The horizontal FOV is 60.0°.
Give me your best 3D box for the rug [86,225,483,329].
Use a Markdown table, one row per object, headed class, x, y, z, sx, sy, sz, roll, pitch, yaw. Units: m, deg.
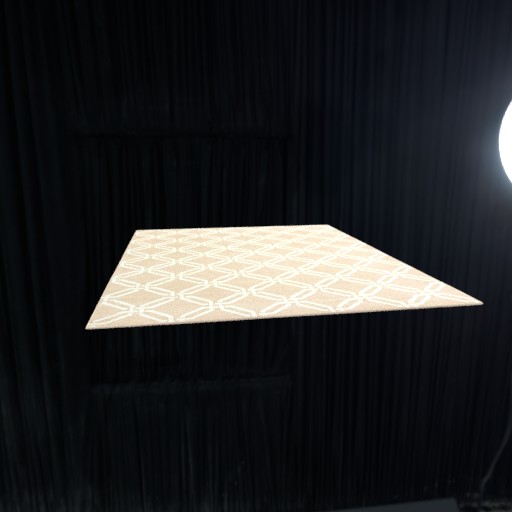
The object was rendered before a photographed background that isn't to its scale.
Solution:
| class | x | y | z | sx | sy | sz | roll | pitch | yaw |
| --- | --- | --- | --- | --- | --- | --- | --- | --- | --- |
| rug | 0.000 | 0.000 | 3.866 | 2.288 | 0.018 | 2.895 | -2 | 14 | -9 |
